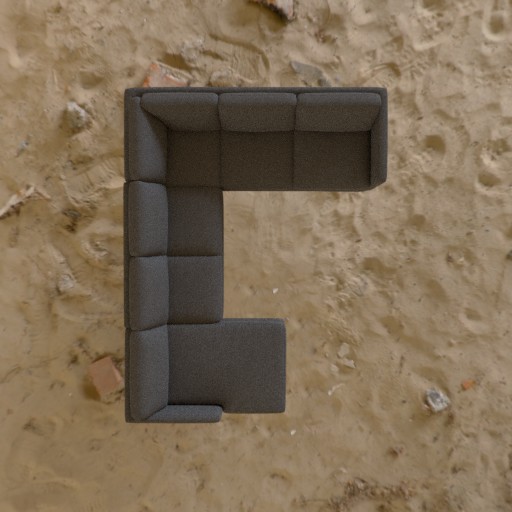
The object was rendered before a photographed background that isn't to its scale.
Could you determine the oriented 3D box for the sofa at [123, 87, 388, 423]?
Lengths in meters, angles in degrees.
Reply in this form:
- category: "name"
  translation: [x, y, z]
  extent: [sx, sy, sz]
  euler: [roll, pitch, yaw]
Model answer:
- category: "sofa"
  translation: [0.000, 0.000, 4.497]
  extent: [2.551, 0.853, 3.238]
  euler: [0, 91, 0]
